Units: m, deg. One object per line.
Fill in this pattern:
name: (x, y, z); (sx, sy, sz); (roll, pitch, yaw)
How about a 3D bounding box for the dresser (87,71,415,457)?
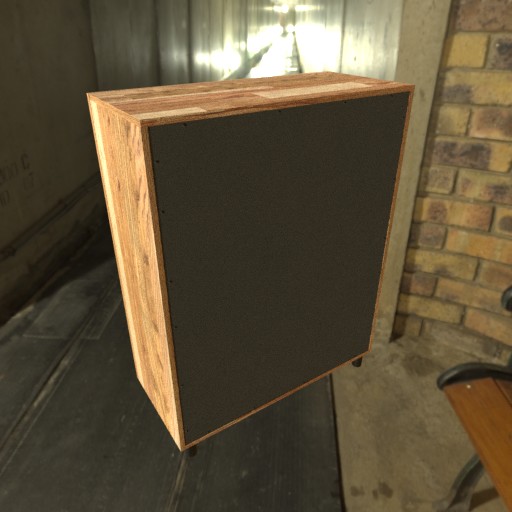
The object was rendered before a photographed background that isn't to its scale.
dresser: (0.000, 0.000, 1.734); (0.966, 1.243, 0.480); (-18, 34, -29)
